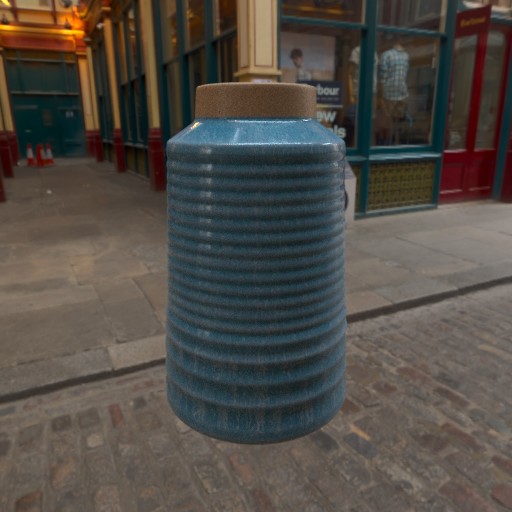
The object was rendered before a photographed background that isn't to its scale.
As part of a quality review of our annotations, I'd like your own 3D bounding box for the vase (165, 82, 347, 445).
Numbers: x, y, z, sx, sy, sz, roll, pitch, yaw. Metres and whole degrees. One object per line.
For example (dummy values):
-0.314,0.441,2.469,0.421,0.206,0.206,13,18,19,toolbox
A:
0.000,0.000,0.374,0.163,0.267,0.163,0,17,0,vase
